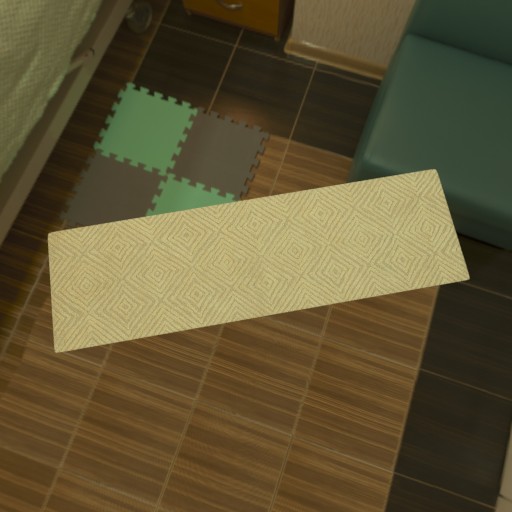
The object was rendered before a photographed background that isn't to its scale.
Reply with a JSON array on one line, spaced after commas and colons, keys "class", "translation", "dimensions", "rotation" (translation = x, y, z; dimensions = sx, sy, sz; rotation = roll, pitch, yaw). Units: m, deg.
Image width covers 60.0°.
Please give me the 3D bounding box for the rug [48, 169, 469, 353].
[{"class": "rug", "translation": [0.000, 0.000, 2.478], "dimensions": [2.277, 0.008, 0.676], "rotation": [-10, 75, -3]}]
